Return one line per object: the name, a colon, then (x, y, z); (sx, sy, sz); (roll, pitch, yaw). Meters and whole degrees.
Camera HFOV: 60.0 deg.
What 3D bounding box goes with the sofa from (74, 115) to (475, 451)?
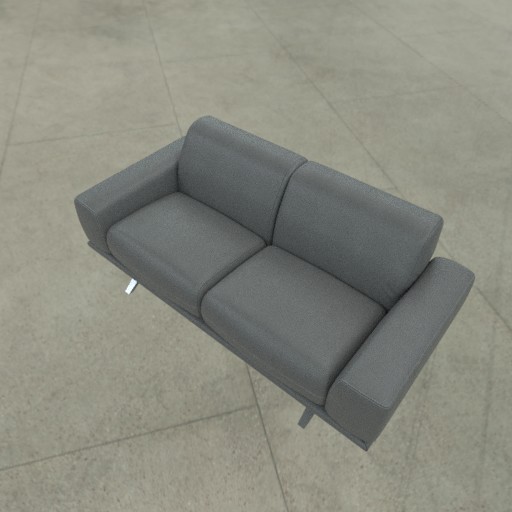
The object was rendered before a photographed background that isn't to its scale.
sofa: (0.000, 0.000, 2.302); (1.901, 0.772, 0.900); (31, 53, 27)
